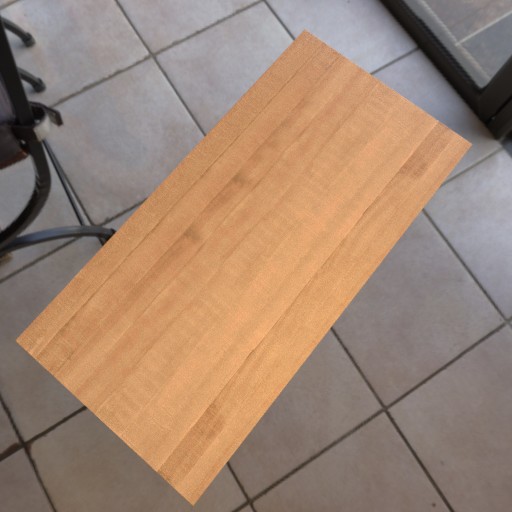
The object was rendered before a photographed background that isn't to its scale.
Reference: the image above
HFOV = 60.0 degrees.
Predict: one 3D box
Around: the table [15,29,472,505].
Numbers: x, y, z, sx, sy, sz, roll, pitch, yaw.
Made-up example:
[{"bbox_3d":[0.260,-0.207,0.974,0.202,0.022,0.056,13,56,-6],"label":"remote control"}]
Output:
[{"bbox_3d":[0.000,0.000,1.285,0.551,0.399,1.100,39,80,8],"label":"table"}]
